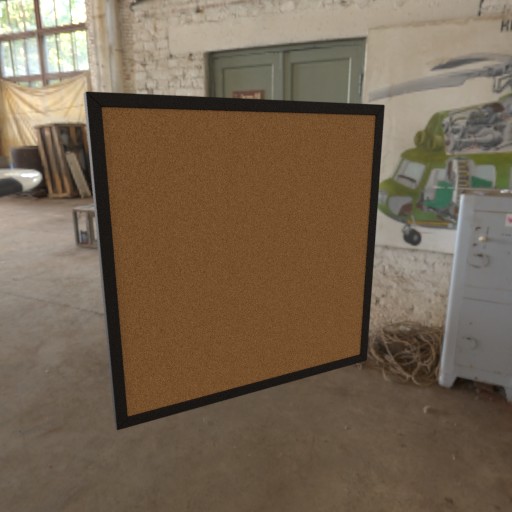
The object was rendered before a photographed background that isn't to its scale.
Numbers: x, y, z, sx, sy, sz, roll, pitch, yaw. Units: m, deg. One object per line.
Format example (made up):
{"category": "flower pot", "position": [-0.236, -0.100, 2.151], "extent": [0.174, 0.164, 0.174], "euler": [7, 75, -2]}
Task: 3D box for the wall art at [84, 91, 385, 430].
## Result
{"category": "wall art", "position": [0.000, 0.000, 1.143], "extent": [0.763, 0.763, 0.037], "euler": [-7, 16, -26]}
